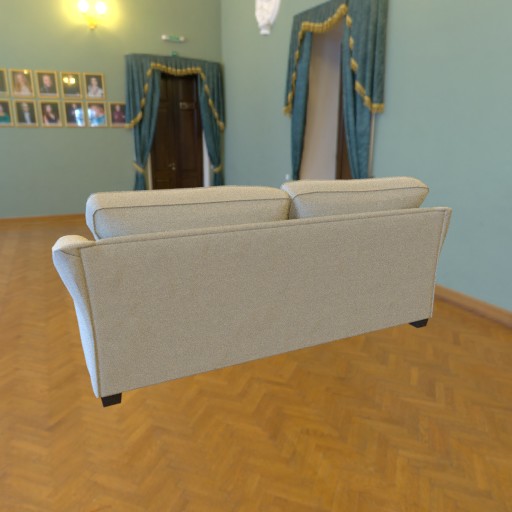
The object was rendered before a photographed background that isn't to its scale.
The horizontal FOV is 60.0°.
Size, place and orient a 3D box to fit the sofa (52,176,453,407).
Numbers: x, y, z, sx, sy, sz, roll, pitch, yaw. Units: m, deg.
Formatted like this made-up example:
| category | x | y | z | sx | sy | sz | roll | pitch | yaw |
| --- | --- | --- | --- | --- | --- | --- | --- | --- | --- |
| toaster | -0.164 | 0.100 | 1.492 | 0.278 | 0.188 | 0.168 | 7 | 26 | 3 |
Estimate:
| category | x | y | z | sx | sy | sz | roll | pitch | yaw |
| --- | --- | --- | --- | --- | --- | --- | --- | --- | --- |
| sofa | 0.000 | 0.000 | 2.726 | 2.270 | 0.965 | 0.980 | -7 | 17 | -25 |
